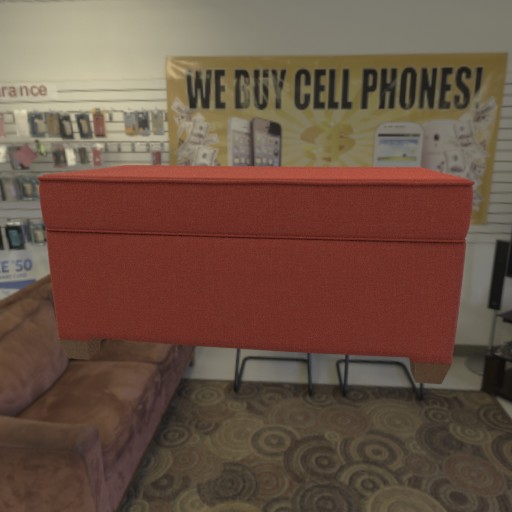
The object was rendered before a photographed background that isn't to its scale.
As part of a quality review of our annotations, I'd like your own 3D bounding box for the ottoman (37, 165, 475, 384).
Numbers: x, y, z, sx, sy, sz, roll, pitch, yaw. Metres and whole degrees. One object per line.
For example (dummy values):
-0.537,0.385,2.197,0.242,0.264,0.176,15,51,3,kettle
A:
0.000,0.000,1.194,0.948,0.454,0.497,2,14,8,ottoman
